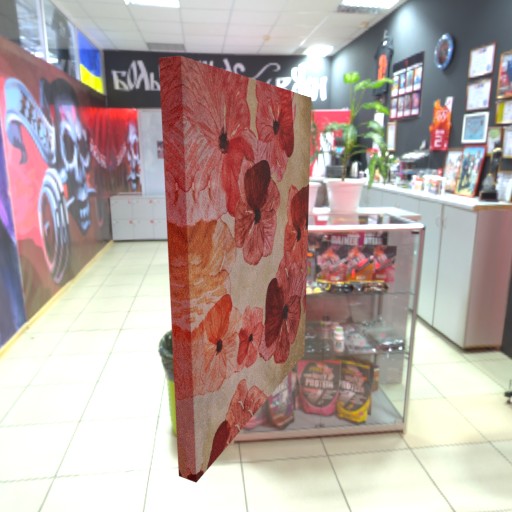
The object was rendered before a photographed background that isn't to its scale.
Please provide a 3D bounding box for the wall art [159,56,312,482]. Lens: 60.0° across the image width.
[{"bbox_3d":[0.000,0.000,0.692,0.028,0.508,0.406,6,15,25],"label":"wall art"}]
